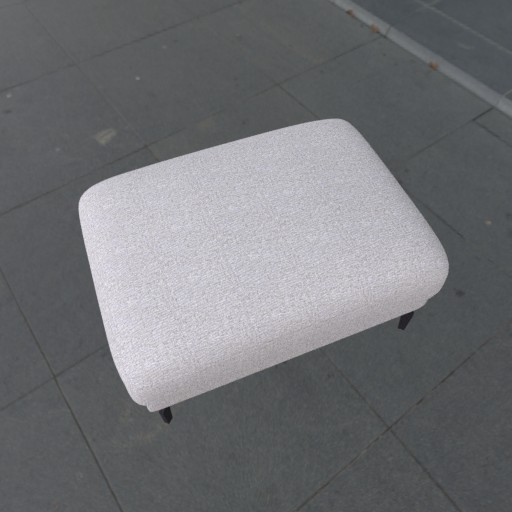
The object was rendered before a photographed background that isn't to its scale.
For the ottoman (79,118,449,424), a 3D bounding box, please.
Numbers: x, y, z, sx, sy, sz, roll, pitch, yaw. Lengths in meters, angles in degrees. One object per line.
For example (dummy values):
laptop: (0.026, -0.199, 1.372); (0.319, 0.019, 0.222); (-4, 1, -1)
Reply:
ottoman: (0.000, 0.000, 1.145); (0.772, 0.420, 0.568); (-19, 60, -11)
